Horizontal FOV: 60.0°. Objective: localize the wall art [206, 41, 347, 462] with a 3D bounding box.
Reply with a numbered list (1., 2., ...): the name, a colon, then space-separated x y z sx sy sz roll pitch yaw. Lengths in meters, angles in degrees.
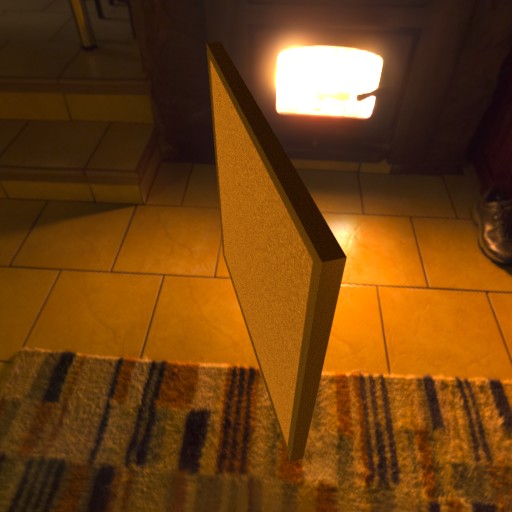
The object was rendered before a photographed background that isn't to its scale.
1. wall art: 0.000 0.000 1.125 0.036 0.765 0.767 -12 48 -11
